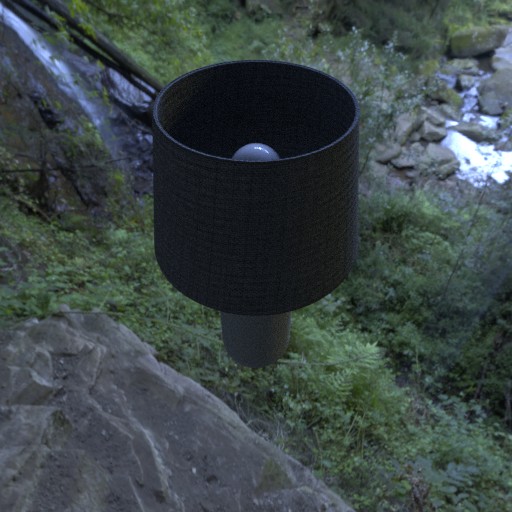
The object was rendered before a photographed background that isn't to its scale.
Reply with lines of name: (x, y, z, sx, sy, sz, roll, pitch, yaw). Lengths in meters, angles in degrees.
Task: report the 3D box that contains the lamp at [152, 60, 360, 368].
lamp: (0.000, 0.000, 0.583, 0.251, 0.429, 0.251, 0, 46, 0)
